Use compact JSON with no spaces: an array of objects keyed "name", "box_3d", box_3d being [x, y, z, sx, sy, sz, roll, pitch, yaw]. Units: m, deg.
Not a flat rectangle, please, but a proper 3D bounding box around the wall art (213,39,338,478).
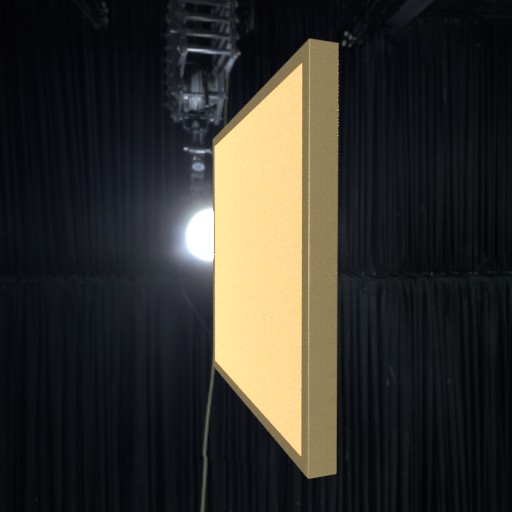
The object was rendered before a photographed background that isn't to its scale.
[{"name":"wall art","box_3d":[0.000,0.000,0.455,0.023,0.305,0.305,0,1,-18]}]
